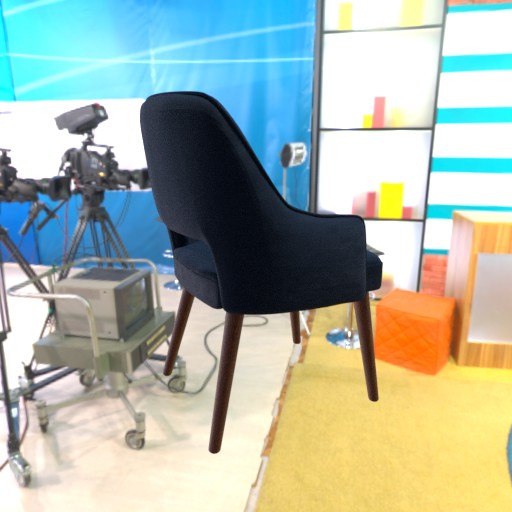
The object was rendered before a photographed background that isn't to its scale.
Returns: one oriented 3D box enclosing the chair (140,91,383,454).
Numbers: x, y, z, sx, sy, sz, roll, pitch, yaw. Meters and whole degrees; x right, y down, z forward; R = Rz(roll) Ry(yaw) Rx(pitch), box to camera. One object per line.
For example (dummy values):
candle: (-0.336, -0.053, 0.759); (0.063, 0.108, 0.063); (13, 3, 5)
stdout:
chair: (0.000, 0.000, 1.263); (0.591, 0.844, 0.559); (-7, 16, -26)
